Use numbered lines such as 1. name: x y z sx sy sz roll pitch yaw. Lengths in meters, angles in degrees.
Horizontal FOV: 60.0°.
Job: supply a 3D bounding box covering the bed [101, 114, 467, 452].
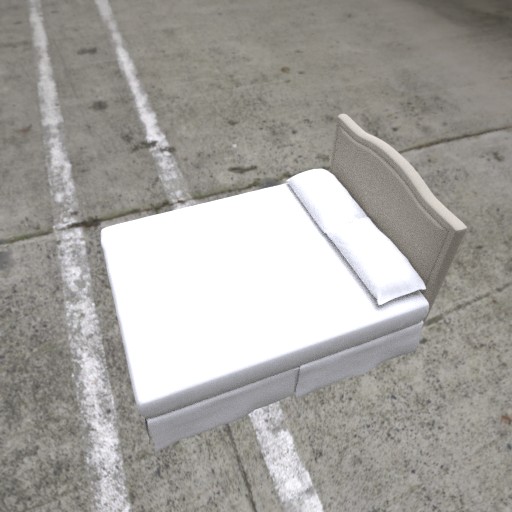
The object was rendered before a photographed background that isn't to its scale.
1. bed: 0.000 0.000 3.723 2.477 1.437 1.977 -16 48 -15
